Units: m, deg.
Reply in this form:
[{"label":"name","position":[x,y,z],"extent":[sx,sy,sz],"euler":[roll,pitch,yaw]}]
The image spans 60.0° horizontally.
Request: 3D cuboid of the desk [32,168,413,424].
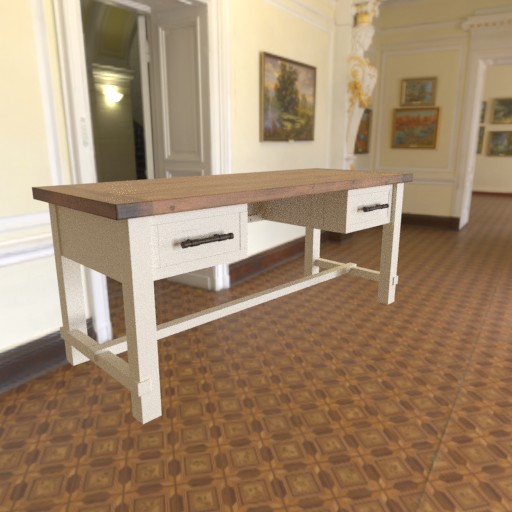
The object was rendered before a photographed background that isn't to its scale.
[{"label":"desk","position":[0.000,0.000,2.218],"extent":[1.803,0.762,0.688],"euler":[-14,20,-43]}]
